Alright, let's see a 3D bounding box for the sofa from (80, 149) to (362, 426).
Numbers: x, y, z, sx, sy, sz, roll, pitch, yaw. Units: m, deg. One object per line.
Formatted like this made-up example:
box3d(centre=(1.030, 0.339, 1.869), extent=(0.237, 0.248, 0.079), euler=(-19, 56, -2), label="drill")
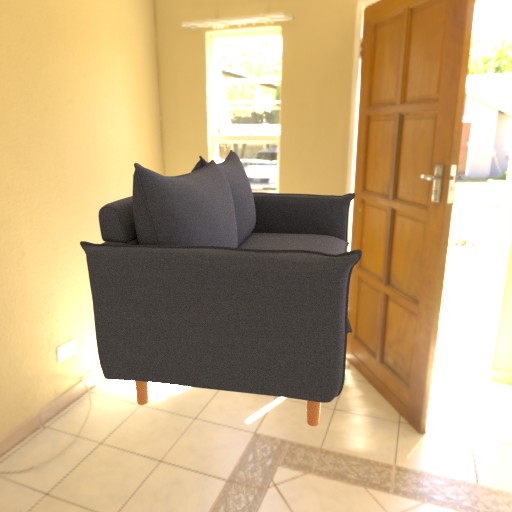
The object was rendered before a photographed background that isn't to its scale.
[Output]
box3d(centre=(0.000, 0.000, 1.884), extent=(0.820, 0.840, 1.300), euler=(3, 16, 11), label="sofa")
